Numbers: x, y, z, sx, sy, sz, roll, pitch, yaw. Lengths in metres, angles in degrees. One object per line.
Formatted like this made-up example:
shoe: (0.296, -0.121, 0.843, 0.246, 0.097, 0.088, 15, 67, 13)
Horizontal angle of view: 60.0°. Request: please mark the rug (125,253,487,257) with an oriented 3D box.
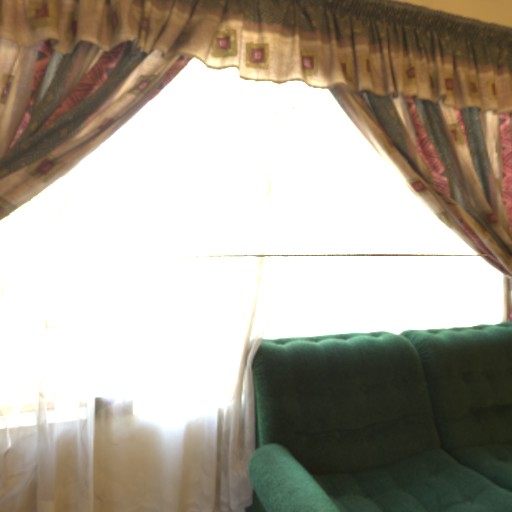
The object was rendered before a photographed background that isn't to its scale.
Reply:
rug: (0.000, 0.000, 2.724, 0.783, 0.006, 2.438, 0, 0, -36)
